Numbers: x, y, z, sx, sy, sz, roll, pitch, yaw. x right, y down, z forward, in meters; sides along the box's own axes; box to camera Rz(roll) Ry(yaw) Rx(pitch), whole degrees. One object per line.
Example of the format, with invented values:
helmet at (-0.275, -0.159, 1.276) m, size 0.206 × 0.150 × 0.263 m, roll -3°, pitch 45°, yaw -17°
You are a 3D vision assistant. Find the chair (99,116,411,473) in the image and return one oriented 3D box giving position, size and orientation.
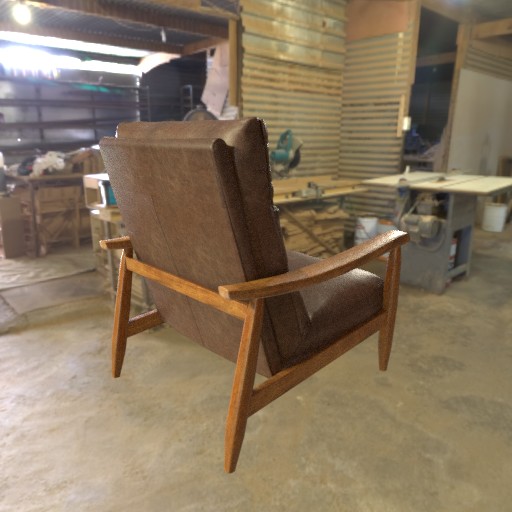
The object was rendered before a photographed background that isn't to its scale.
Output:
chair at (0.000, 0.000, 1.538) m, size 0.830 × 0.897 × 0.782 m, roll -14°, pitch 21°, yaw -41°
